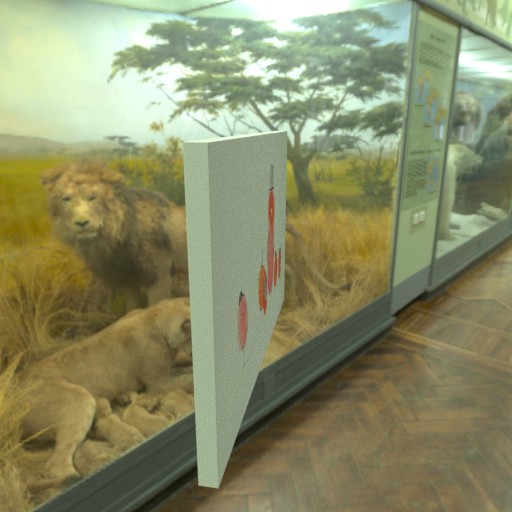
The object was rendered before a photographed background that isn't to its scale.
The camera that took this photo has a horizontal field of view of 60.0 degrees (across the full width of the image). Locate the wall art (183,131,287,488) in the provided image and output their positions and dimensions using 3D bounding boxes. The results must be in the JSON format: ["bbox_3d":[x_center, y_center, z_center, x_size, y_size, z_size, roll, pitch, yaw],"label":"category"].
[{"bbox_3d":[0.000,0.000,1.150,0.038,0.609,0.914,3,17,10],"label":"wall art"}]
